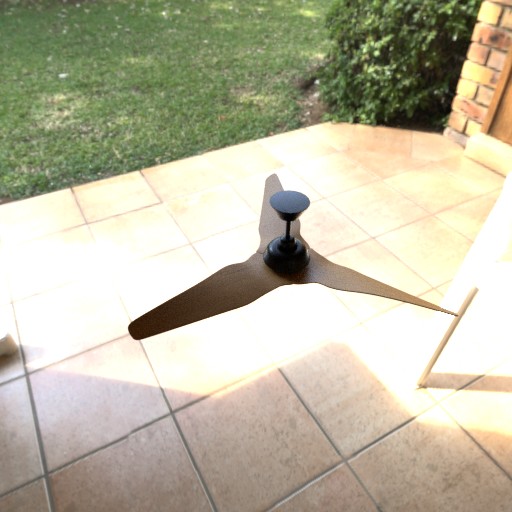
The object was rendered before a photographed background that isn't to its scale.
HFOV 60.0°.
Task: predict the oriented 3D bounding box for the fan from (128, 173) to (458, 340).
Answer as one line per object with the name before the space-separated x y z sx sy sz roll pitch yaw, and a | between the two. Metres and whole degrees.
fan | 0.000 0.000 1.624 1.010 0.355 1.142 -25 47 -26
